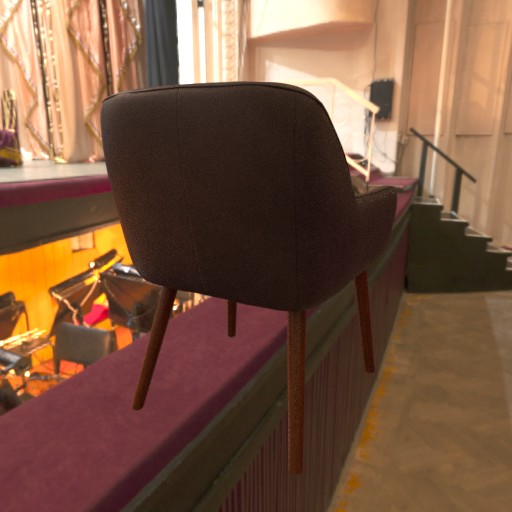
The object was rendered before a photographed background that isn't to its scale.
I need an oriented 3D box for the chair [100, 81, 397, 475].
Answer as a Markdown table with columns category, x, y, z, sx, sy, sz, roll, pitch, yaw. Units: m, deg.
| category | x | y | z | sx | sy | sz | roll | pitch | yaw |
| --- | --- | --- | --- | --- | --- | --- | --- | --- | --- |
| chair | 0.000 | 0.000 | 1.205 | 0.610 | 0.828 | 0.610 | 9 | 18 | 29 |
